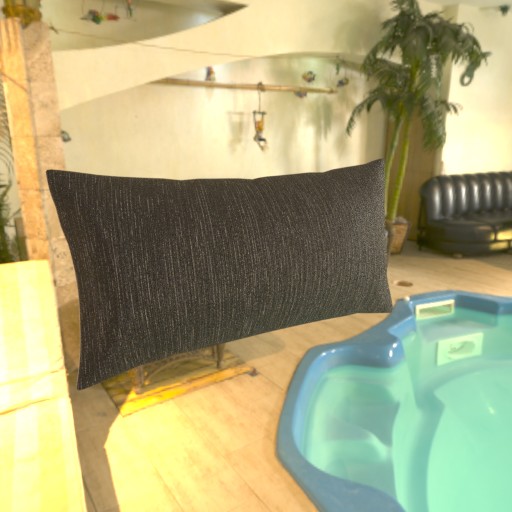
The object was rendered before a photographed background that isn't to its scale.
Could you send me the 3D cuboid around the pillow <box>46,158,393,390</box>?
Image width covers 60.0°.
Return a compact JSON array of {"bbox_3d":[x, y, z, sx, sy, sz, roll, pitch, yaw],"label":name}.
[{"bbox_3d":[0.000,0.000,0.748,0.608,0.305,0.156,-8,17,-27],"label":"pillow"}]
